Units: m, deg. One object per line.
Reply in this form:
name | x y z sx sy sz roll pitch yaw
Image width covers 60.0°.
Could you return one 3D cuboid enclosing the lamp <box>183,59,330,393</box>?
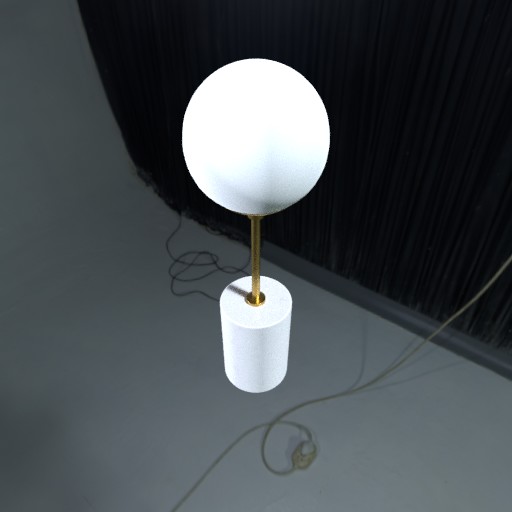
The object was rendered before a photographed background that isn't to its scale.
lamp | 0.000 0.000 0.574 0.153 0.480 0.153 0 41 0
